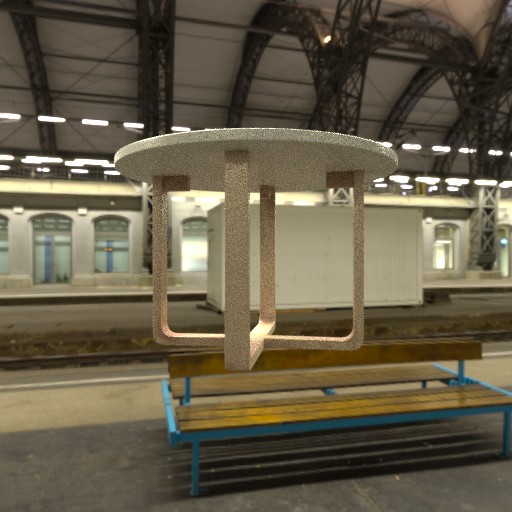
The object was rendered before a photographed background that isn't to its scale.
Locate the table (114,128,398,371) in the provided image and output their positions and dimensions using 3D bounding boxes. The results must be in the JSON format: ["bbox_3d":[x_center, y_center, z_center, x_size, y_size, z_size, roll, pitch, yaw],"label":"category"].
[{"bbox_3d":[0.000,0.000,0.986,0.600,0.400,0.600,0,0,0],"label":"table"}]
